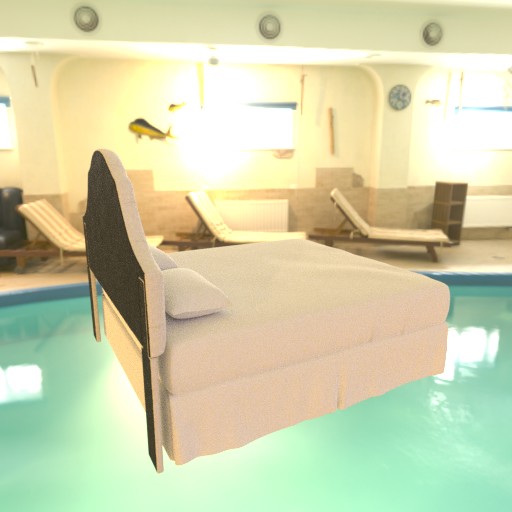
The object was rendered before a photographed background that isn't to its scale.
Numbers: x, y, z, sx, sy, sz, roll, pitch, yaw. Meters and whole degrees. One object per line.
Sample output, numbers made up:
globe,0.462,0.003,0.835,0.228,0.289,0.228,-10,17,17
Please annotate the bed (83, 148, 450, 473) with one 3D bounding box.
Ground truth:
bed,0.000,0.000,3.417,2.214,1.615,2.008,-7,16,-28
